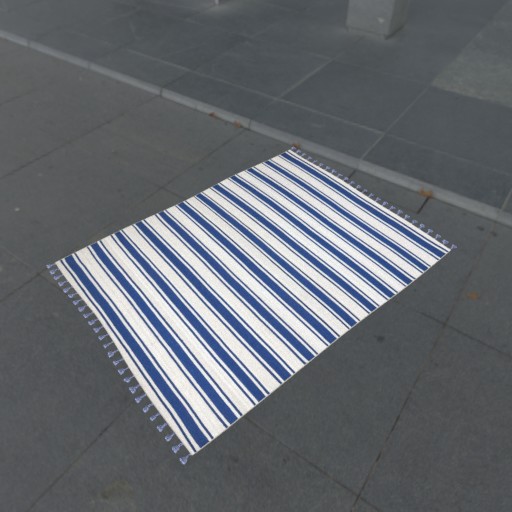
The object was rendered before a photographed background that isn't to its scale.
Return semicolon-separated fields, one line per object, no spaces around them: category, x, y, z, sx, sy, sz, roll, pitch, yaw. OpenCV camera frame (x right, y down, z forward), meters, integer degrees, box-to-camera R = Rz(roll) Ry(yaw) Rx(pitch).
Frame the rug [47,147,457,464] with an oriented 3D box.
rug;0.000;0.000;4.507;3.416;0.016;2.471;-31;54;-26
